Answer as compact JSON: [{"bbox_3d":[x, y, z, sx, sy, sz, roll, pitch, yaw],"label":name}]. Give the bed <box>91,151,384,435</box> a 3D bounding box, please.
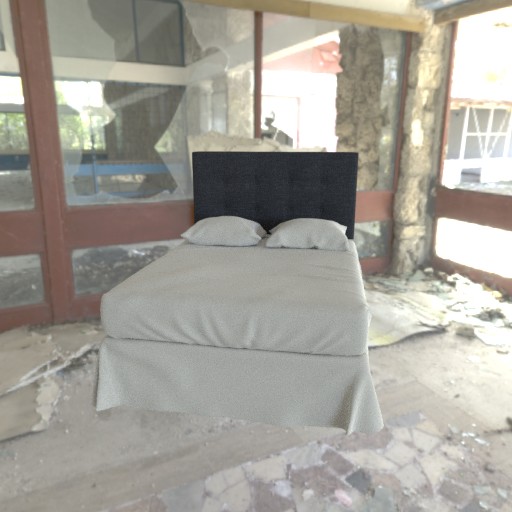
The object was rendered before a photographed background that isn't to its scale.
[{"bbox_3d":[0.000,0.000,3.544,1.936,1.577,2.222,3,15,9],"label":"bed"}]
